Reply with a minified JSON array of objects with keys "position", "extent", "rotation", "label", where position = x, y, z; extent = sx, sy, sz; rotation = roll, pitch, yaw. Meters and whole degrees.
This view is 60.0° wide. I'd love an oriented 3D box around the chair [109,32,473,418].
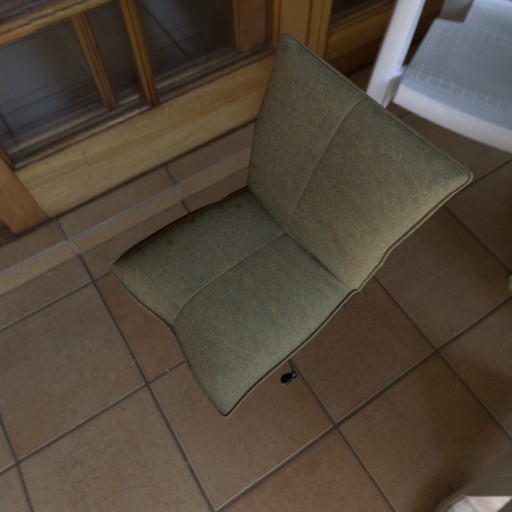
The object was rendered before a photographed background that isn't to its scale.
[{"position":[0.000,0.000,1.268],"extent":[0.696,0.811,0.597],"rotation":[-36,68,-17],"label":"chair"}]
